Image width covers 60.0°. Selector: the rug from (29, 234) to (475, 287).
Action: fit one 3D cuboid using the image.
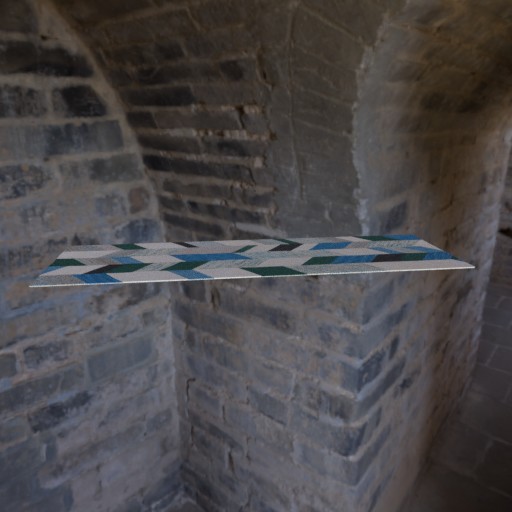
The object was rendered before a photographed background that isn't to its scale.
[{"bbox_3d":[0.000,0.000,2.758,2.437,0.008,0.774,-2,17,-7],"label":"rug"}]
